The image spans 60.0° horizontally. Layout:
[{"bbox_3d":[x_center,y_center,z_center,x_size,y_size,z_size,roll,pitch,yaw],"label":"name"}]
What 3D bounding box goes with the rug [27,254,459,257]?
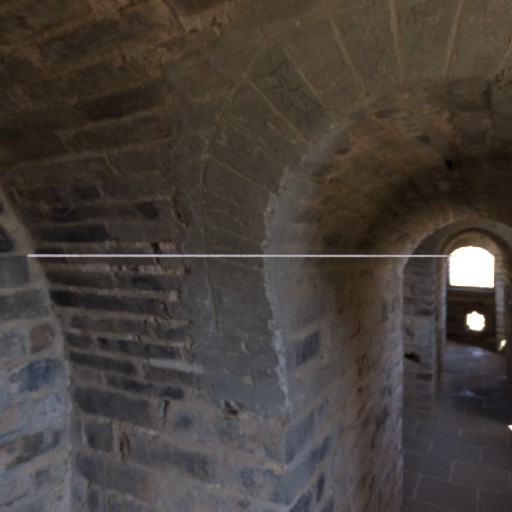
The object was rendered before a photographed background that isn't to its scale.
[{"bbox_3d":[0.000,0.000,2.769,2.452,0.012,0.775,0,0,-18],"label":"rug"}]
